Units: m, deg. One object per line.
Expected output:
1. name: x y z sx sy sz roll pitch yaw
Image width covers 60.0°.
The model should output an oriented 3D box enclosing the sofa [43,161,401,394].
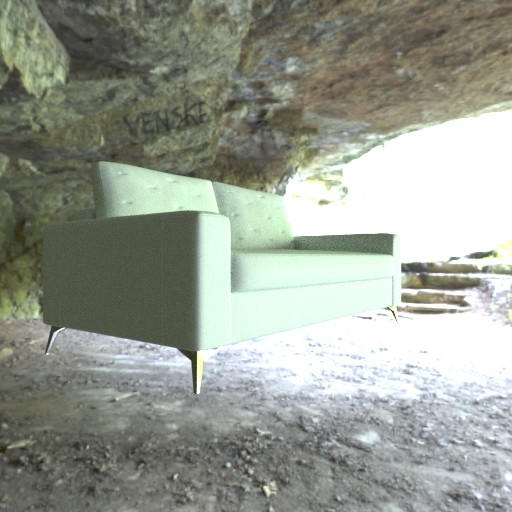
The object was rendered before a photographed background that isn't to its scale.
1. sofa: 0.000 0.000 2.151 0.920 0.790 1.650 0 0 38
